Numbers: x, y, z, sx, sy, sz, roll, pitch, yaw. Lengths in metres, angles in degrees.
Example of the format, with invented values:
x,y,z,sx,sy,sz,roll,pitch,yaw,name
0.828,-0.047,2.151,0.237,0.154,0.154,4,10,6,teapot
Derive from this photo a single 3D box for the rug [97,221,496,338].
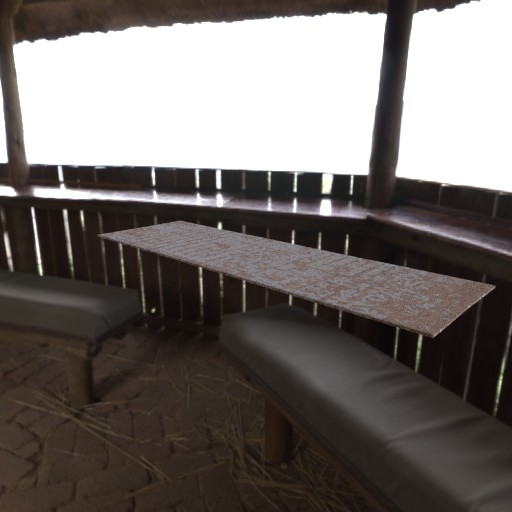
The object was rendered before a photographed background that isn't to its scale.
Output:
x,y,z,sx,sy,sz,roll,pitch,yaw,name
0.000,0.000,2.654,2.435,0.011,0.750,14,21,41,rug
